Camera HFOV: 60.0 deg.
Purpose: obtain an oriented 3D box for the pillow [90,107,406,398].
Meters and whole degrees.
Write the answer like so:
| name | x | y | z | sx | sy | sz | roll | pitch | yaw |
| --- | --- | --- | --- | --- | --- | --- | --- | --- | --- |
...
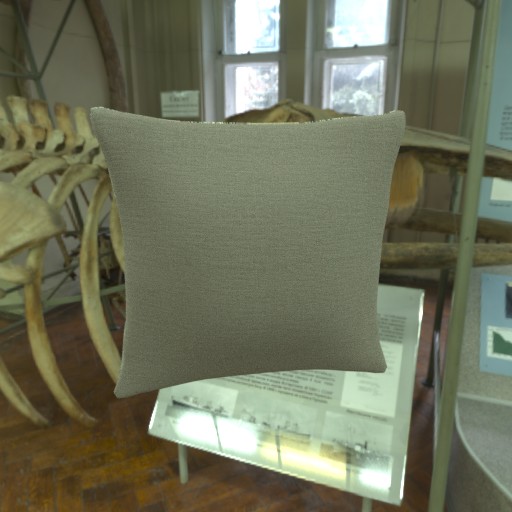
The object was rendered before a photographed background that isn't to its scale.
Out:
| name | x | y | z | sx | sy | sz | roll | pitch | yaw |
| --- | --- | --- | --- | --- | --- | --- | --- | --- | --- |
| pillow | 0.000 | 0.000 | 0.658 | 0.435 | 0.416 | 0.189 | -3 | 16 | -10 |
